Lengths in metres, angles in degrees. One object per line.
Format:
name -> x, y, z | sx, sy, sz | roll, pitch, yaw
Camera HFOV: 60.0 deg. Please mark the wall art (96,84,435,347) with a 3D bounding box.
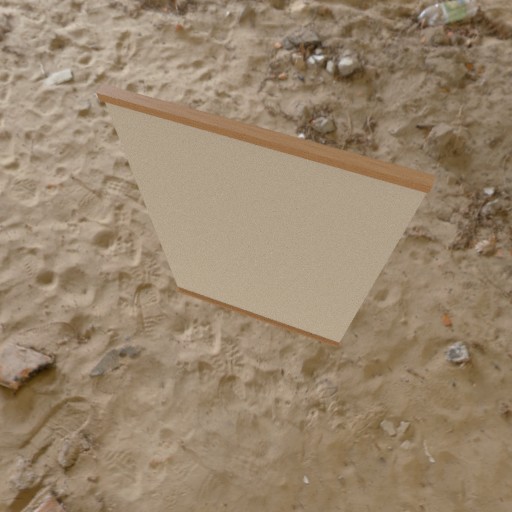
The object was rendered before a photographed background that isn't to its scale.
wall art -> 0.000, 0.000, 1.910 | 0.991, 1.510, 0.040 | 18, 64, 9
